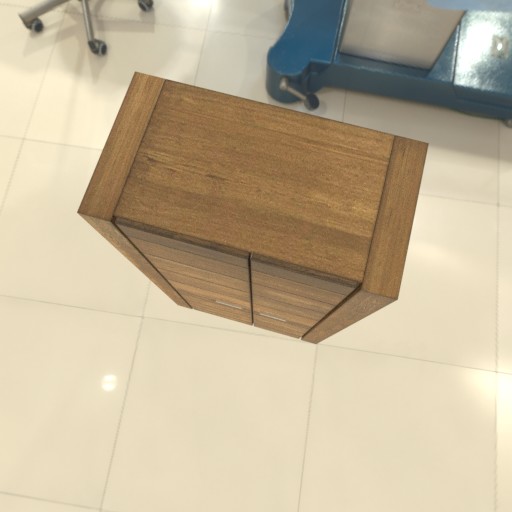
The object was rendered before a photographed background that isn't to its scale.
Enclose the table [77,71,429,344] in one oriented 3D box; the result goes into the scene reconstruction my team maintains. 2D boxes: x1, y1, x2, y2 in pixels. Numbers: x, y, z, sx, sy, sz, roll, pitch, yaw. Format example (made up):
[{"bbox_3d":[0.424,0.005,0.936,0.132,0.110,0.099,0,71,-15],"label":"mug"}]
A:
[{"bbox_3d":[0.000,0.000,2.492,1.100,2.000,0.600,15,75,4],"label":"table"}]
